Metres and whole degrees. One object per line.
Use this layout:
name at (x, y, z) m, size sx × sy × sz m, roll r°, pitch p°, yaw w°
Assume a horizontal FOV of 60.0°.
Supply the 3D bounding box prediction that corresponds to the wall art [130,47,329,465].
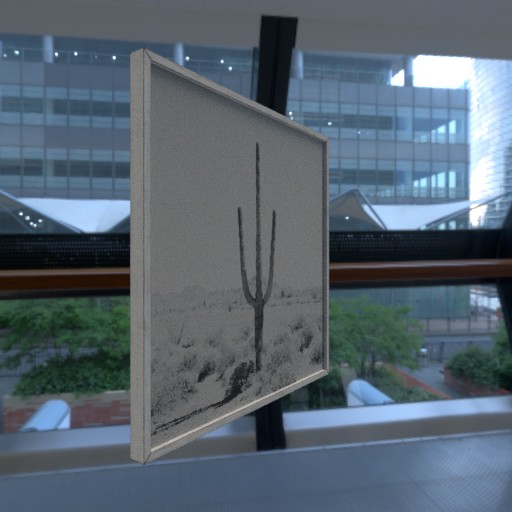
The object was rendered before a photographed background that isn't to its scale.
wall art at (0.000, 0.000, 1.130) m, size 0.038 × 0.762 × 0.762 m, roll 0°, pitch 0°, yaw 35°
